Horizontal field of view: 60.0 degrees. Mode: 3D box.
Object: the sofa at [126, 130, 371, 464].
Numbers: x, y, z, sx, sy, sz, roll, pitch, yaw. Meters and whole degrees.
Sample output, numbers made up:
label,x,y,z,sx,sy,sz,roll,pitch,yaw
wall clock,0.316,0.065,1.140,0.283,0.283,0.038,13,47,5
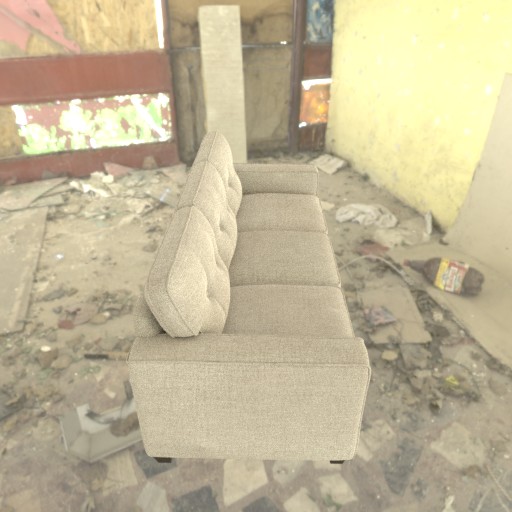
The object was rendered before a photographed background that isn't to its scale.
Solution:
label,x,y,z,sx,sy,sz,roll,pitch,yaw
sofa,0.000,0.000,2.614,0.939,0.965,2.133,1,32,1
